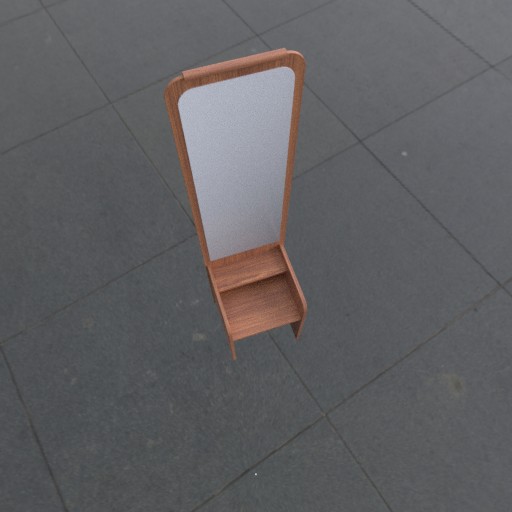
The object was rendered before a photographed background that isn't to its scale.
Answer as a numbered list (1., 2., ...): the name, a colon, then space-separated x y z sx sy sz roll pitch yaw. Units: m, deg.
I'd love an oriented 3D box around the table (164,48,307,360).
1. table: 0.000 0.000 2.031 0.450 1.830 0.420 -17 65 -8
